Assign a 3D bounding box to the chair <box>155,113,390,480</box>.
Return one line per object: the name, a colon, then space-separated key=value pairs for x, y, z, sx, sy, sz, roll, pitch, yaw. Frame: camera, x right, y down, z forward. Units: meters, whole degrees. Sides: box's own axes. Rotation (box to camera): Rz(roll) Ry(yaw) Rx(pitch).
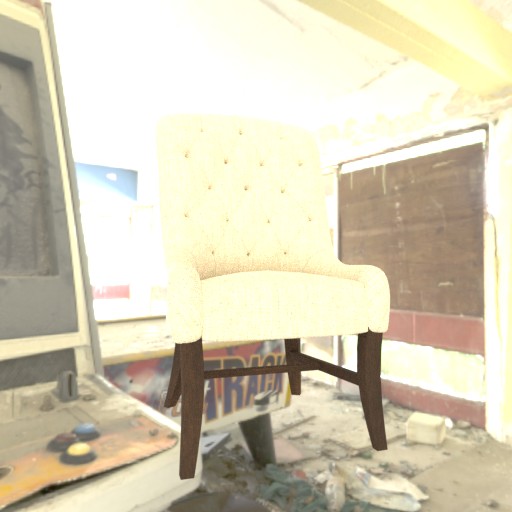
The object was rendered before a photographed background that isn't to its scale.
chair: x=0.000 y=0.000 z=1.456 sx=0.634 sy=1.091 sz=0.629 roll=0 pitch=-1 yaw=-18
